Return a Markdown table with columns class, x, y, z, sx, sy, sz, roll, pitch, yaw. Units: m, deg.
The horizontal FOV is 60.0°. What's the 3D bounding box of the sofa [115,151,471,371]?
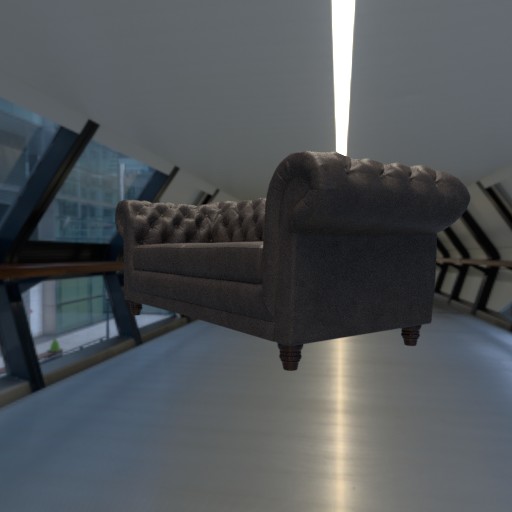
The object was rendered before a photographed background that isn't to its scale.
| class | x | y | z | sx | sy | sz | roll | pitch | yaw |
| --- | --- | --- | --- | --- | --- | --- | --- | --- | --- |
| sofa | 0.000 | 0.000 | 2.449 | 0.944 | 0.779 | 2.048 | -1 | 1 | -35 |
